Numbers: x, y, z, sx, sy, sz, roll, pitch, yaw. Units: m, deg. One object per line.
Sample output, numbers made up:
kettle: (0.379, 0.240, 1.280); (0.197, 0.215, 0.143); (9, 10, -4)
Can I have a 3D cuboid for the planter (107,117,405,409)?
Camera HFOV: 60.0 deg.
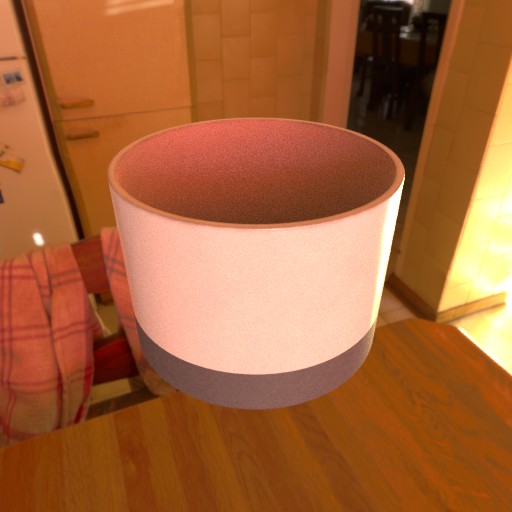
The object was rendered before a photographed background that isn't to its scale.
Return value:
planter: (0.000, 0.000, 0.227); (0.128, 0.105, 0.128); (0, 33, 0)
